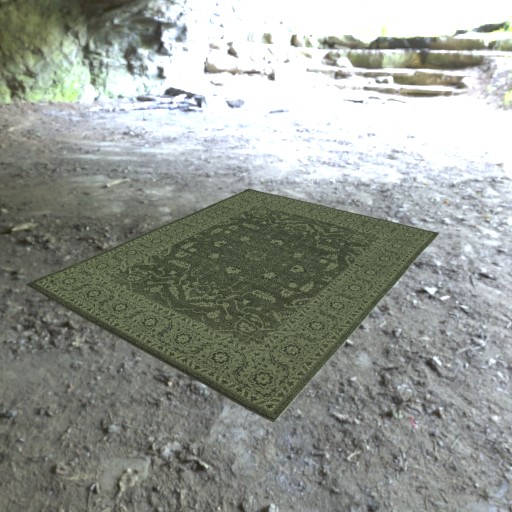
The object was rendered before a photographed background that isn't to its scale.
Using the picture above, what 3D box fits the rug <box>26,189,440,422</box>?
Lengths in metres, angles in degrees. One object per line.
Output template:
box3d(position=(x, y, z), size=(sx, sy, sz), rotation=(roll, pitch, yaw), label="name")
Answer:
box3d(position=(0.000, 0.000, 4.086), size=(2.451, 0.026, 3.069), rotation=(18, 32, 31), label="rug")
